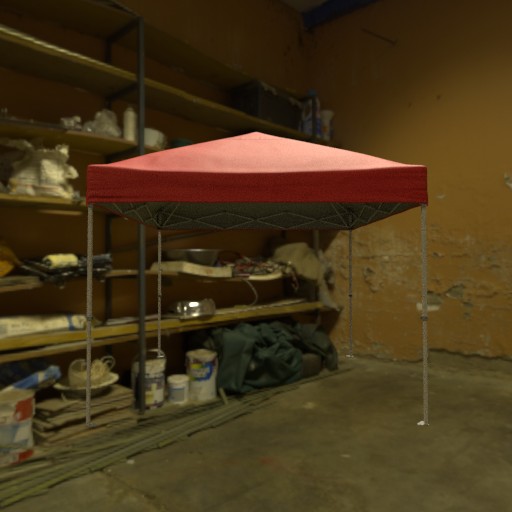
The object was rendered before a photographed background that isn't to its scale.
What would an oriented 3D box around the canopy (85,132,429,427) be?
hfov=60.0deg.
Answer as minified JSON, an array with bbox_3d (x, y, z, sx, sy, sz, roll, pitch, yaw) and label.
[{"bbox_3d":[0.000,0.000,5.328,2.998,2.997,2.996,0,-1,-1],"label":"canopy"}]
